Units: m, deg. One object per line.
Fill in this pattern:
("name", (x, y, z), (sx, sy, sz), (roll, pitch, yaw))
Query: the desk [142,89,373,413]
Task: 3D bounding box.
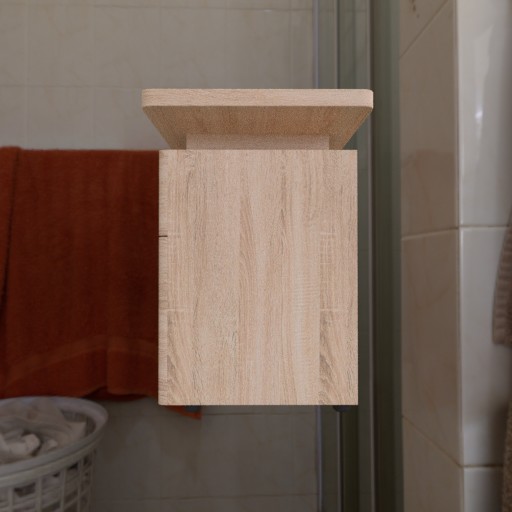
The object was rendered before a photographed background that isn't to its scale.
("desk", (0.000, 0.000, 1.725), (0.550, 0.760, 1.400), (0, -1, 0))
